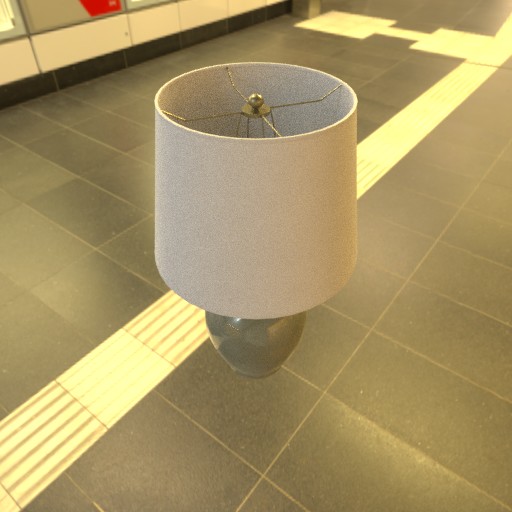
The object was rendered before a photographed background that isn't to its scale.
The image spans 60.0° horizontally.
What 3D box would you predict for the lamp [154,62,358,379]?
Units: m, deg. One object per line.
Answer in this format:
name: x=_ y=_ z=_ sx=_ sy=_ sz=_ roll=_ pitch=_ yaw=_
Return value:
lamp: x=0.000 y=0.000 z=0.546 sx=0.239 sy=0.399 sz=0.239 roll=0 pitch=41 yaw=0
